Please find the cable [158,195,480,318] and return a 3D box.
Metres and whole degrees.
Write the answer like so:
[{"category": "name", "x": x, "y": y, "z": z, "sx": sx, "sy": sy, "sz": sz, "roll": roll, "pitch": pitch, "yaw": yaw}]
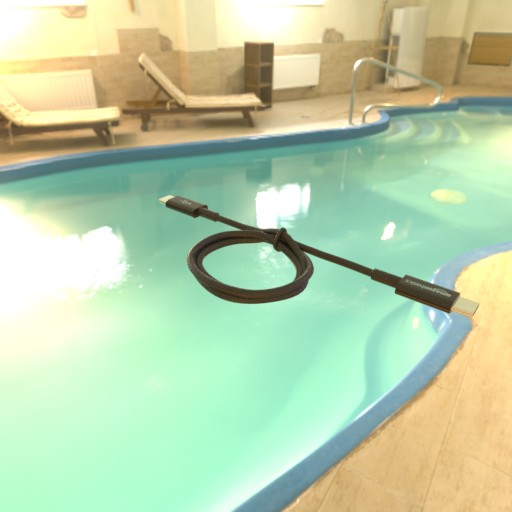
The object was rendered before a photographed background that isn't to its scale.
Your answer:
[{"category": "cable", "x": 0.000, "y": 0.000, "z": 0.229, "sx": 0.203, "sy": 0.014, "sz": 0.070, "roll": 21, "pitch": 36, "yaw": 32}]
